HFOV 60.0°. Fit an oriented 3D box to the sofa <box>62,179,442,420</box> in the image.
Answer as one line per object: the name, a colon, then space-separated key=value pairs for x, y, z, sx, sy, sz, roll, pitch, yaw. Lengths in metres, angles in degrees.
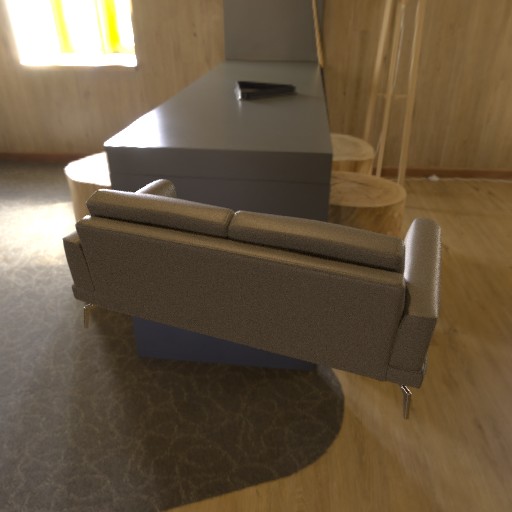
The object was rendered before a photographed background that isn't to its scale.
sofa: x=0.000 y=0.000 z=2.812 sx=2.177 sy=0.930 sz=1.121 roll=11 pitch=32 yaw=18
